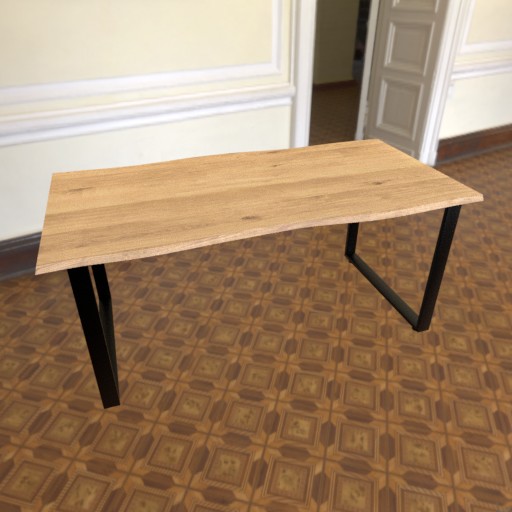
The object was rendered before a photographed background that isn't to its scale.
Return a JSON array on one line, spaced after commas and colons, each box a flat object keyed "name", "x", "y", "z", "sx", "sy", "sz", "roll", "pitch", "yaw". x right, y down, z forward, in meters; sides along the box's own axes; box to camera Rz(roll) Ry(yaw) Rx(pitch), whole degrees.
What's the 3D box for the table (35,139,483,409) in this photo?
[{"name": "table", "x": 0.000, "y": 0.000, "z": 2.229, "sx": 1.800, "sy": 0.780, "sz": 0.900, "roll": -10, "pitch": 33, "yaw": -15}]
